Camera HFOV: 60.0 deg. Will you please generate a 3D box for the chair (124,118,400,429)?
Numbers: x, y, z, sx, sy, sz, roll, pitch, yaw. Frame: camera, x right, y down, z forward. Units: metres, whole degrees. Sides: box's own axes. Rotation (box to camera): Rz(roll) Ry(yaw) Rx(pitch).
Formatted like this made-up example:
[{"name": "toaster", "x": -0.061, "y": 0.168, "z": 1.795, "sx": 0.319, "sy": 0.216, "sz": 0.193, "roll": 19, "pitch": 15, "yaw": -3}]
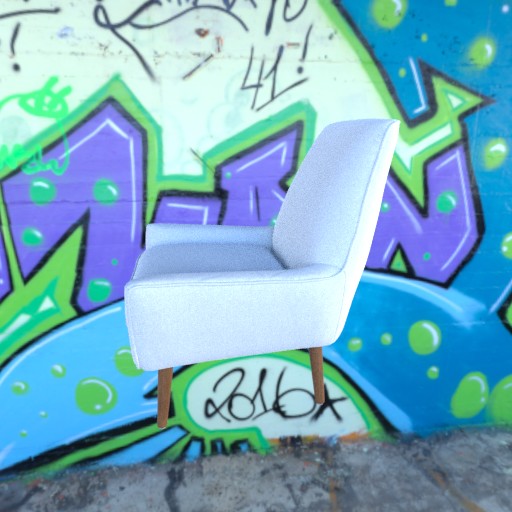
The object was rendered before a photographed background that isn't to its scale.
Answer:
[{"name": "chair", "x": 0.000, "y": 0.000, "z": 1.505, "sx": 0.822, "sy": 0.888, "sz": 0.787, "roll": -2, "pitch": 15, "yaw": -9}]
